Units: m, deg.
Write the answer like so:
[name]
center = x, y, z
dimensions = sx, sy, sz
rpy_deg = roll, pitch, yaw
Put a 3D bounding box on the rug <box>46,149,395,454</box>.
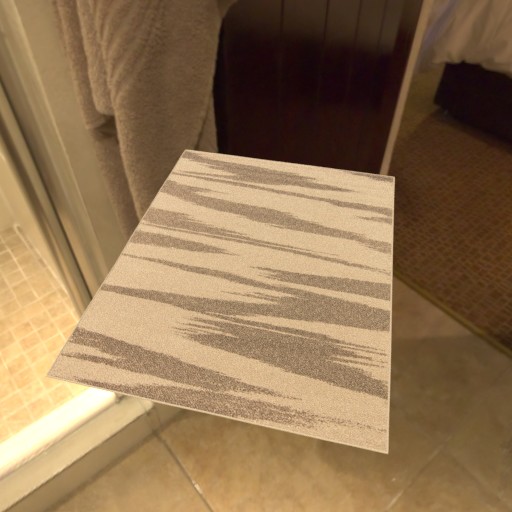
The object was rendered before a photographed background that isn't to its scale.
[rug]
center = 0.000, 0.000, 3.899
dimensions = 2.353, 0.014, 2.945
rpy_deg = 9, 47, 9
